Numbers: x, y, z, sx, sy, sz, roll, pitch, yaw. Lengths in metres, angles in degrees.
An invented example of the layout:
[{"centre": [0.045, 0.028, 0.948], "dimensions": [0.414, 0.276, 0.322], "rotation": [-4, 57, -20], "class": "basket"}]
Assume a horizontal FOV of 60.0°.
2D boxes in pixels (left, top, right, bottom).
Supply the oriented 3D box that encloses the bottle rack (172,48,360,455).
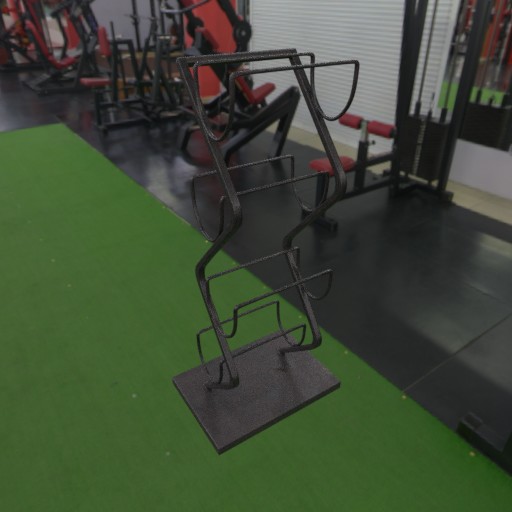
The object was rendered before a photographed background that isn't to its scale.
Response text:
[{"centre": [0.000, 0.000, 0.673], "dimensions": [0.254, 0.559, 0.178], "rotation": [-19, 36, -28], "class": "bottle rack"}]
